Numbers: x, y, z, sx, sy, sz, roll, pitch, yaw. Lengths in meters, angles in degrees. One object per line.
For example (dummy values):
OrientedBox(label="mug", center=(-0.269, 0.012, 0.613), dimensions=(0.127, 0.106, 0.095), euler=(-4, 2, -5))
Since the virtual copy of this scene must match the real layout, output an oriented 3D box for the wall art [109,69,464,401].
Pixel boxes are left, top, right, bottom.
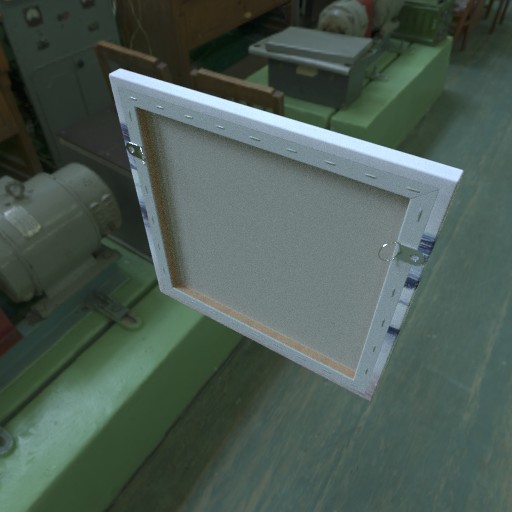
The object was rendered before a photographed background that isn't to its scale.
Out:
OrientedBox(label="wall art", center=(0.000, 0.000, 1.103), dimensions=(0.755, 0.747, 0.065), euler=(24, 50, 21))
